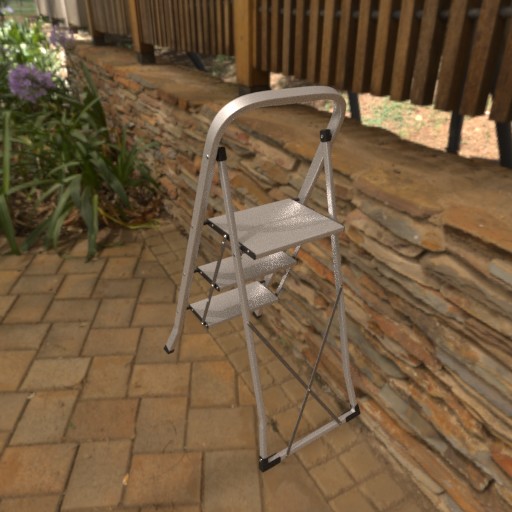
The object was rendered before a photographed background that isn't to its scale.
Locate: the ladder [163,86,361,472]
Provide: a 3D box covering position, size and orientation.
[{"bbox_3d":[0.000,0.000,1.448,0.465,1.070,0.704,-18,33,-29],"label":"ladder"}]
